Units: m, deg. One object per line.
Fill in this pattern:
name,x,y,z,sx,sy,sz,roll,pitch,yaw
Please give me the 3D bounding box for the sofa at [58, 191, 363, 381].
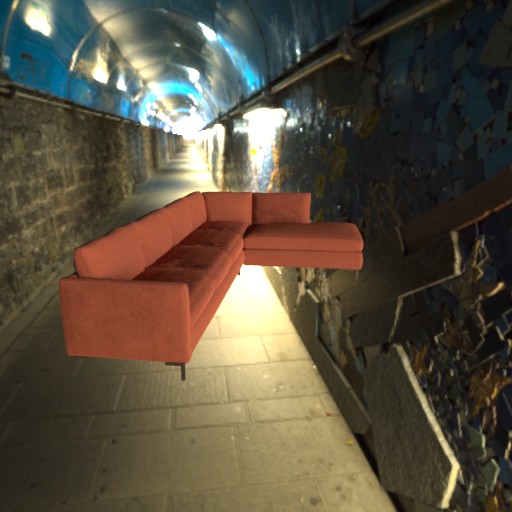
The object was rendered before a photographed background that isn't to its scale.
sofa,0.000,0.000,3.662,1.879,0.757,2.736,2,15,7
